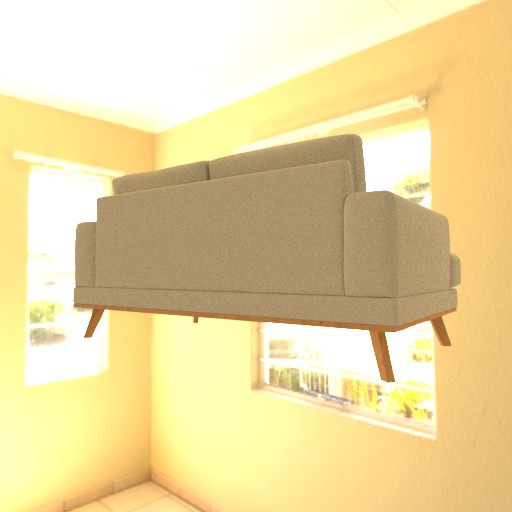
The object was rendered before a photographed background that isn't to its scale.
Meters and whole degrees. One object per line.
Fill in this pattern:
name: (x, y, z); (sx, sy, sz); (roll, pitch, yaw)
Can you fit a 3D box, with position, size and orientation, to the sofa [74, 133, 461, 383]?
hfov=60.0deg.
sofa: (0.000, 0.000, 2.109); (1.651, 0.810, 0.915); (-1, -2, 35)
